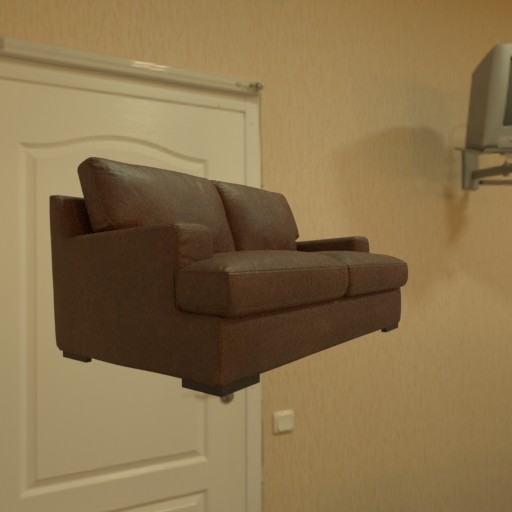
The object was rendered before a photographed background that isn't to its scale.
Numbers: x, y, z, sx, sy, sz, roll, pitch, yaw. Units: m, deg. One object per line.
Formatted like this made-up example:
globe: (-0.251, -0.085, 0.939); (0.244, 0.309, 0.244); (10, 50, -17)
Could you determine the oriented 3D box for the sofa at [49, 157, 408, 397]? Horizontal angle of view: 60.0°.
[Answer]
sofa: (0.000, 0.000, 2.488); (1.143, 0.939, 1.880); (0, 0, 37)
